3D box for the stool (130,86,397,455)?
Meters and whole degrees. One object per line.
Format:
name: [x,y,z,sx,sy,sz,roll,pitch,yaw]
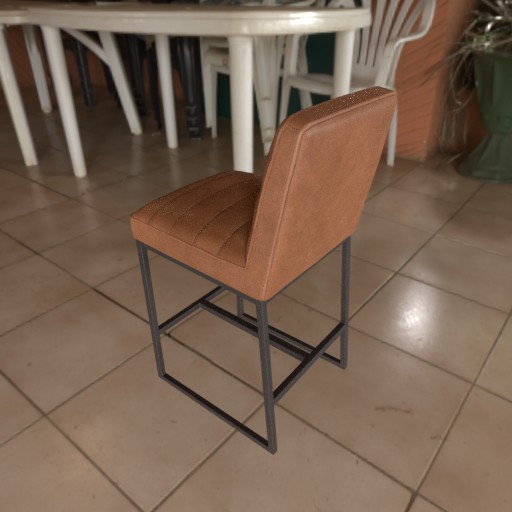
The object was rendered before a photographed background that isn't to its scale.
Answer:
stool: [0.000,0.000,1.290,0.556,0.940,0.458,22,37,32]
